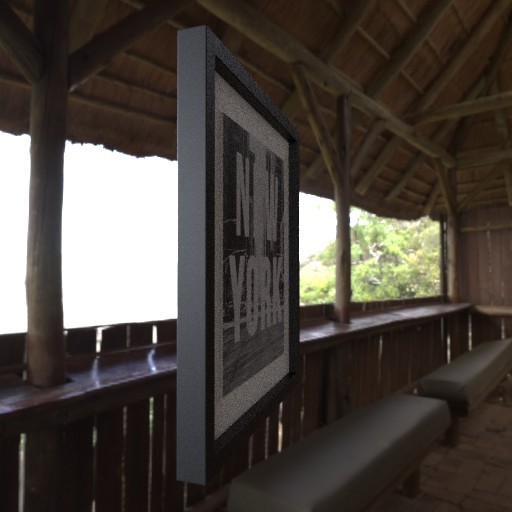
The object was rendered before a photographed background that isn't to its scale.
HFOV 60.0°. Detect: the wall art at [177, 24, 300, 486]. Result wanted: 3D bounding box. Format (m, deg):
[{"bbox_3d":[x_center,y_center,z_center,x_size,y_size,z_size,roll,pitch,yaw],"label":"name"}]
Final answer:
[{"bbox_3d":[0.000,0.000,0.524,0.028,0.381,0.328,0,-1,19],"label":"wall art"}]
